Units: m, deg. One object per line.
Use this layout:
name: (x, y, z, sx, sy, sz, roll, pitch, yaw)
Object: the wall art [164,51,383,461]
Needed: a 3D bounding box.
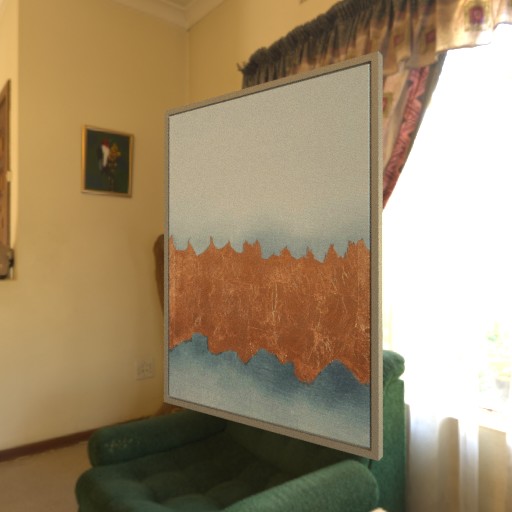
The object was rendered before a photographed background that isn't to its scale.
wall art: (0.000, 0.000, 1.370, 0.789, 1.042, 0.034, 0, 0, 36)
